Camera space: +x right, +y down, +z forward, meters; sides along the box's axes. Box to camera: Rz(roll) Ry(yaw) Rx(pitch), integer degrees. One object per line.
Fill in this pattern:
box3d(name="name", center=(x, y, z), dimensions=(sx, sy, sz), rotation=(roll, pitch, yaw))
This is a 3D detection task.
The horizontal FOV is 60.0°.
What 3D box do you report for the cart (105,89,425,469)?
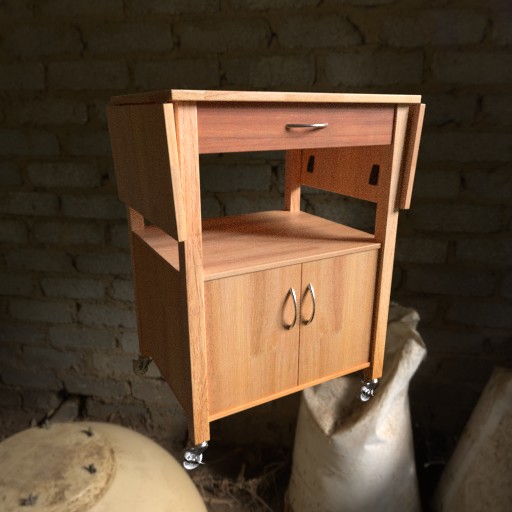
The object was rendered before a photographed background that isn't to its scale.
box3d(name="cart", center=(0.000, 0.000, 1.237), dimensions=(0.640, 0.838, 0.508), rotation=(-10, 20, -27))
